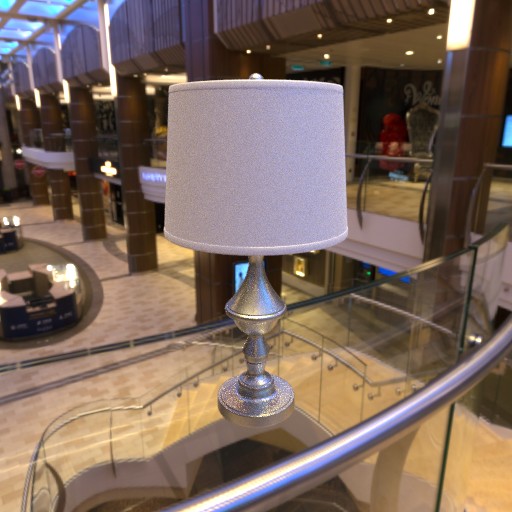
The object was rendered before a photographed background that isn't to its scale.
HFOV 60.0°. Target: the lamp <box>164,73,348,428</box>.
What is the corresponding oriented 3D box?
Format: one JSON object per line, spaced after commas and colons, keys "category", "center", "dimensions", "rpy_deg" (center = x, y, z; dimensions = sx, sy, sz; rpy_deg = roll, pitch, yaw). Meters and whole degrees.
{"category": "lamp", "center": [0.000, 0.000, 0.957], "dimensions": [0.383, 0.733, 0.383], "rpy_deg": [0, 16, 0]}
